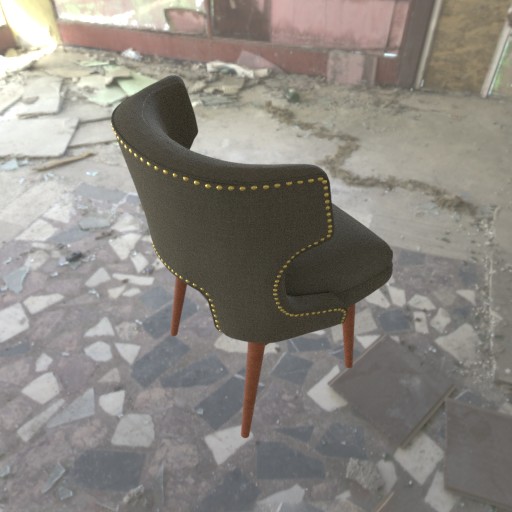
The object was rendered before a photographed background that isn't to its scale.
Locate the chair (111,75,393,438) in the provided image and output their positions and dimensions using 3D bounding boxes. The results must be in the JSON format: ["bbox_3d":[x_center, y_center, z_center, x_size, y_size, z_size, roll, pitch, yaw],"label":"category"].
[{"bbox_3d":[0.000,0.000,1.205,0.581,0.863,0.595,-25,48,-25],"label":"chair"}]
